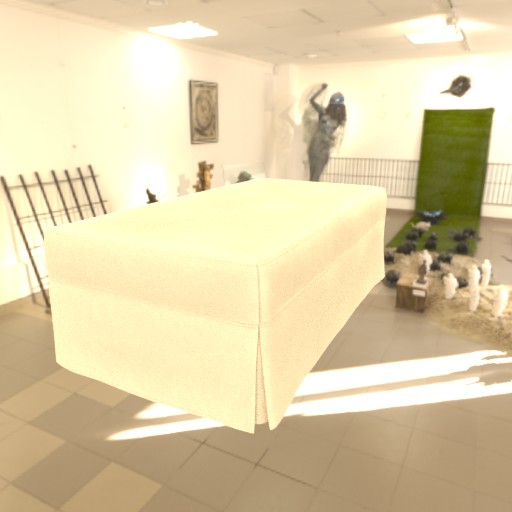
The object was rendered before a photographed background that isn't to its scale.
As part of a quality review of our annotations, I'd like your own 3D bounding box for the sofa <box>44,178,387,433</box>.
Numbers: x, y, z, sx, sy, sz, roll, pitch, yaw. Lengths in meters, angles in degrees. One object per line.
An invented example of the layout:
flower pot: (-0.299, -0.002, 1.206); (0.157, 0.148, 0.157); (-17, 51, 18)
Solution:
sofa: (0.000, 0.000, 2.123); (0.939, 0.552, 1.677); (9, 19, 26)
